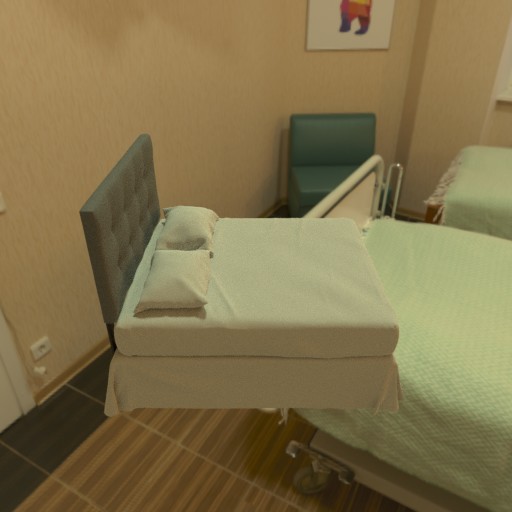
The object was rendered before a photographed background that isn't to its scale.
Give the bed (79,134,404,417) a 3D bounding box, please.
[{"bbox_3d":[0.000,0.000,3.642,2.222,1.577,1.936,0,31,0],"label":"bed"}]
